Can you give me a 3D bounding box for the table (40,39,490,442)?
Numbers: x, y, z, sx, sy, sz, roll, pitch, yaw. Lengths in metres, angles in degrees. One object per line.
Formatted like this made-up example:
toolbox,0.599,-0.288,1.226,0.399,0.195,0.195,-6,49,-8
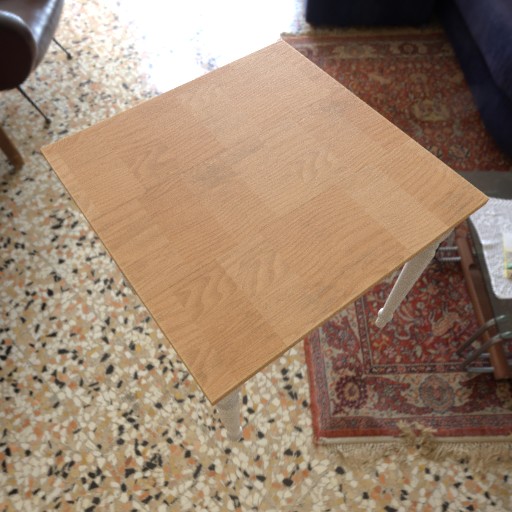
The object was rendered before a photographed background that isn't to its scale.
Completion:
table,0.000,0.000,1.343,0.747,0.738,0.747,-32,64,-18
